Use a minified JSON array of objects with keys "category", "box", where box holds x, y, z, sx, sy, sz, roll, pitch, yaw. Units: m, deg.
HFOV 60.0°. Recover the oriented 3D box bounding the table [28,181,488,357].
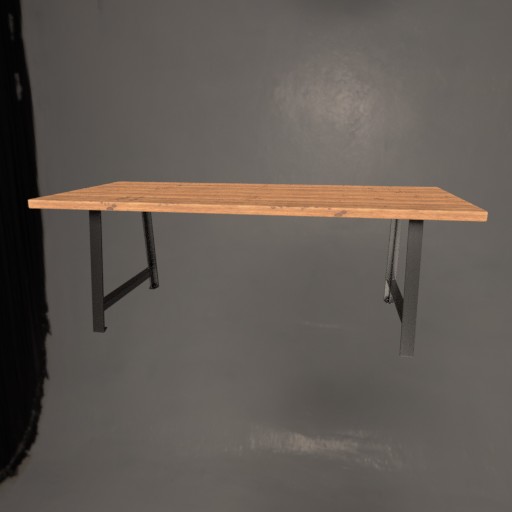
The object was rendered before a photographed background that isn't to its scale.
[{"category":"table","box":[0.000,0.000,2.658,2.200,0.757,1.000,3,15,10]}]
